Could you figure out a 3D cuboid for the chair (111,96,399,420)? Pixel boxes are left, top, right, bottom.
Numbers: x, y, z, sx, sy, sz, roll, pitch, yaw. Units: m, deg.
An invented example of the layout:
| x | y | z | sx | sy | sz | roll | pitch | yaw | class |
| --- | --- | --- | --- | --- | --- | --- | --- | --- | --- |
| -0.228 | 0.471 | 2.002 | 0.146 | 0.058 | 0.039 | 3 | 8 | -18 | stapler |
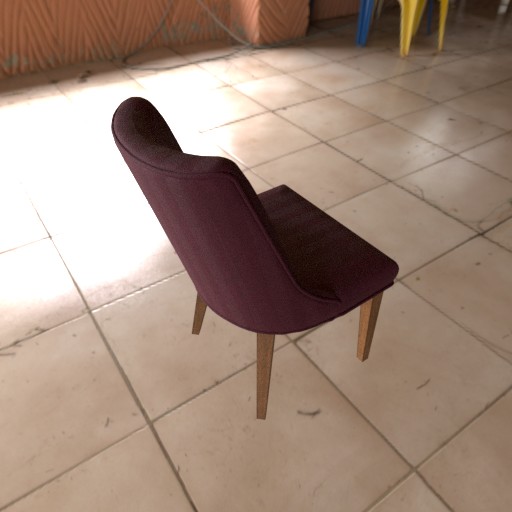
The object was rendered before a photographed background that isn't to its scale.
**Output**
| x | y | z | sx | sy | sz | roll | pitch | yaw | class |
| --- | --- | --- | --- | --- | --- | --- | --- | --- | --- |
| 0.000 | 0.000 | 1.295 | 0.638 | 0.916 | 0.548 | -25 | 47 | -26 | chair |
